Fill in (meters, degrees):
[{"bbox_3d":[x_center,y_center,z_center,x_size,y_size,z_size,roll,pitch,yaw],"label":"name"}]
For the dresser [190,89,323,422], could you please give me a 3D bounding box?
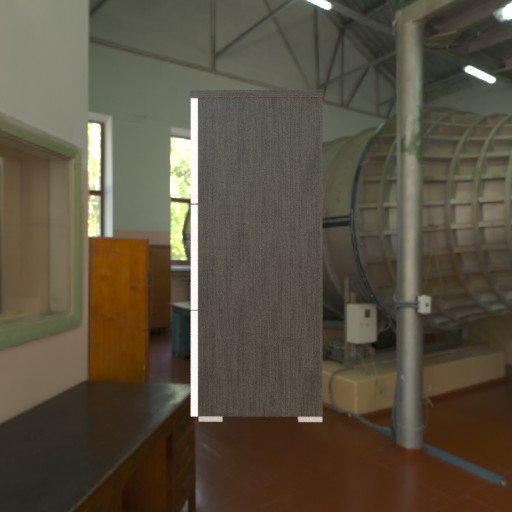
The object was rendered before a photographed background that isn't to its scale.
[{"bbox_3d":[0.000,0.000,1.821,0.333,0.790,1.535,0,0,1],"label":"dresser"}]
